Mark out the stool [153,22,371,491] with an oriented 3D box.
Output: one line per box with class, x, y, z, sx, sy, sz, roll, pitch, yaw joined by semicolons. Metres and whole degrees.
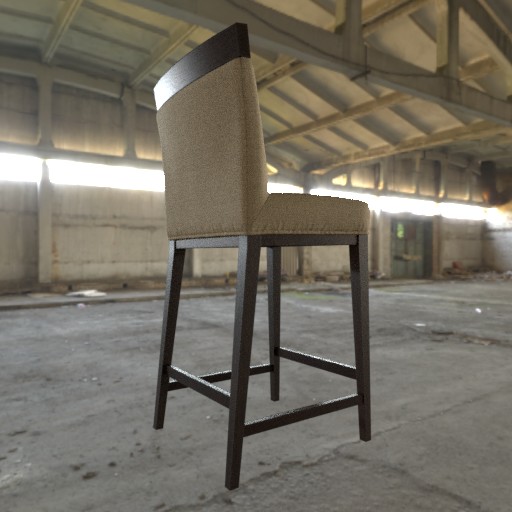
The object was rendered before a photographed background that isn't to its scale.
stool;0.000;0.000;1.390;0.531;1.117;0.511;0;0;-35
